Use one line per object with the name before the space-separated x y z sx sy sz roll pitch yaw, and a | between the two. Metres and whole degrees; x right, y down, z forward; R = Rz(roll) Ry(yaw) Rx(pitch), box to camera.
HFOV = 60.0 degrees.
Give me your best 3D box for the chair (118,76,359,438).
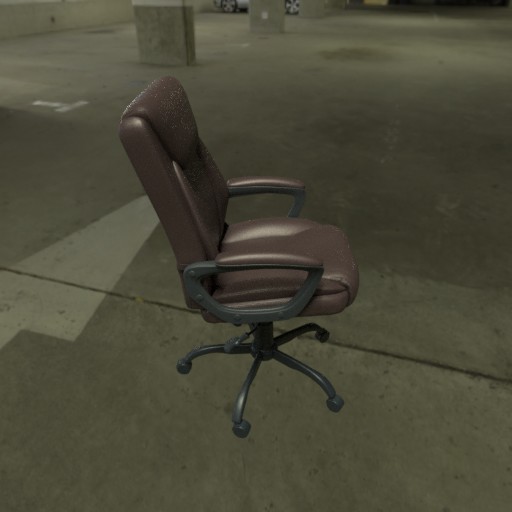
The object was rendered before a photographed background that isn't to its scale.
chair | 0.000 0.000 1.469 0.655 1.072 0.615 0 32 0
